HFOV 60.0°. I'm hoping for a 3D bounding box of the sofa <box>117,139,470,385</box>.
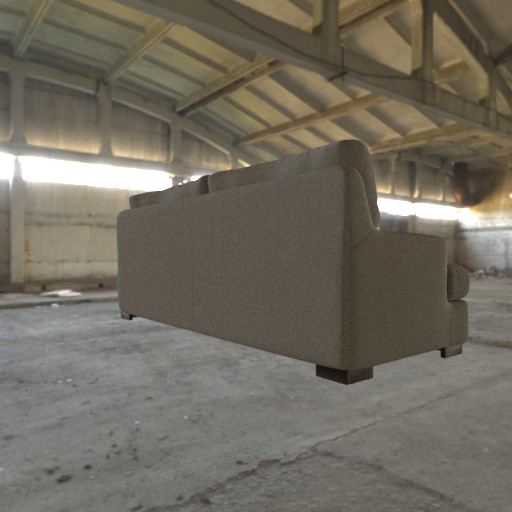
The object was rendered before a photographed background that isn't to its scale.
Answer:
[{"bbox_3d":[0.000,0.000,2.848,0.962,0.980,2.354,0,0,-38],"label":"sofa"}]
